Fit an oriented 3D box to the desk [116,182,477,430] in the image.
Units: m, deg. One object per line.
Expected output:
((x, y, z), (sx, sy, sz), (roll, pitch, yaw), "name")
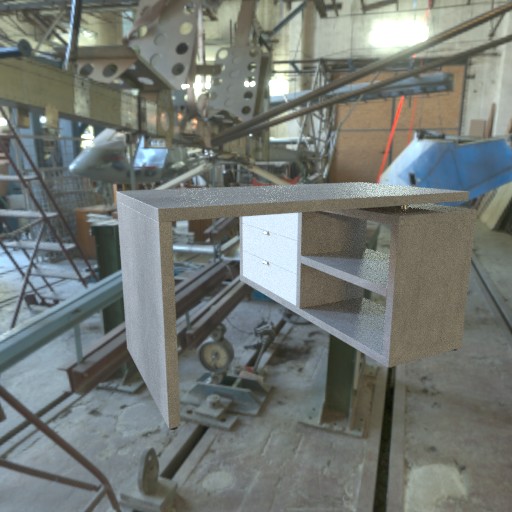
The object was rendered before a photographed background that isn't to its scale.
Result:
((0.000, 0.000, 2.342), (1.400, 0.740, 1.500), (-7, 15, -26), "desk")
